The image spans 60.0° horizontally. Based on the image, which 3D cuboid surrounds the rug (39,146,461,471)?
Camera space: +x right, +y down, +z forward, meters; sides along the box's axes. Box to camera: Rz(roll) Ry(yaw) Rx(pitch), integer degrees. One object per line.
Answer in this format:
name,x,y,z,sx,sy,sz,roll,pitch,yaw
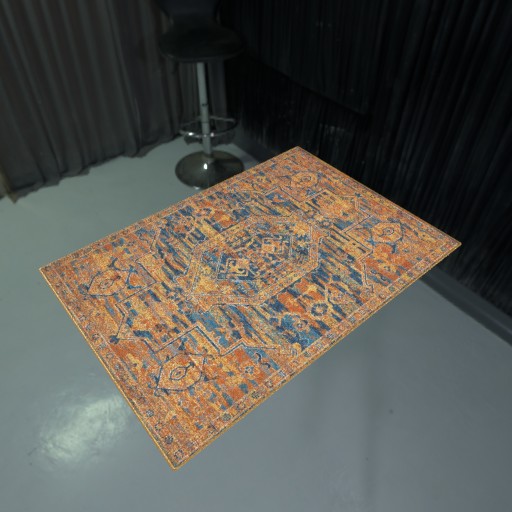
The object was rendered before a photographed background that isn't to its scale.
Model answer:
rug,0.000,0.000,3.713,2.916,0.019,2.043,-31,53,-27
